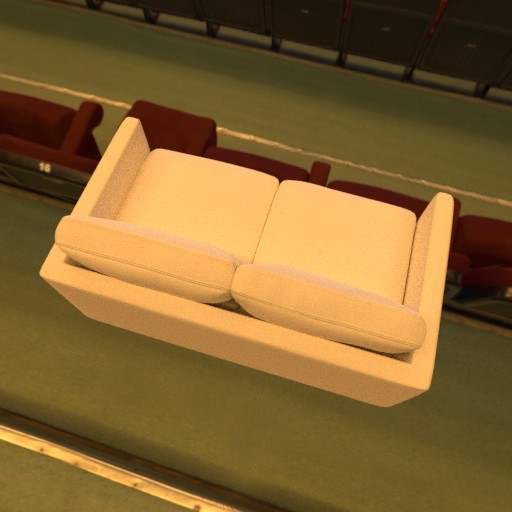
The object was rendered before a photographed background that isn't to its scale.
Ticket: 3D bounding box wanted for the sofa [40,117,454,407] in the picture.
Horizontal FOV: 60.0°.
[{"bbox_3d":[0.000,0.000,2.206,1.702,0.888,0.964,15,66,7],"label":"sofa"}]
